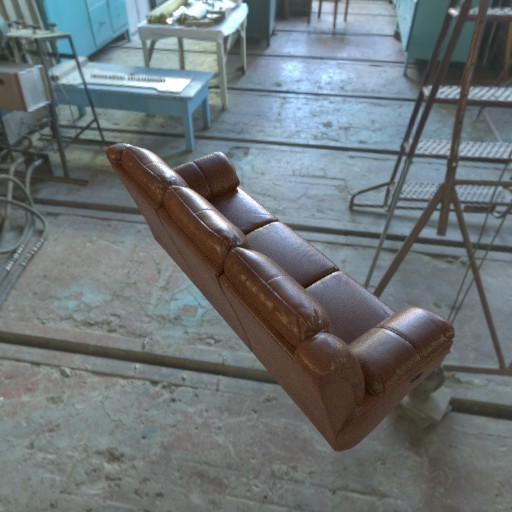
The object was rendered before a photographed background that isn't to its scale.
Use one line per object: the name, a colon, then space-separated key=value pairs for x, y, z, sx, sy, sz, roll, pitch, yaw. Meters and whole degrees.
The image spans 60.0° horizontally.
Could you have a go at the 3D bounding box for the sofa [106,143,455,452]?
sofa: x=0.000 y=0.000 z=2.838 sx=0.991 sy=1.043 sz=2.337 roll=-25 pitch=47 yaw=-26
